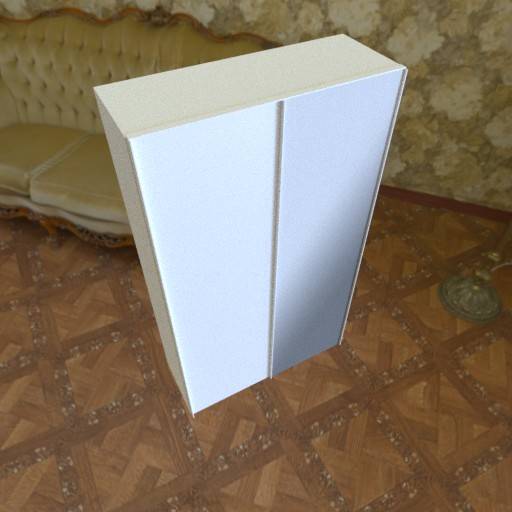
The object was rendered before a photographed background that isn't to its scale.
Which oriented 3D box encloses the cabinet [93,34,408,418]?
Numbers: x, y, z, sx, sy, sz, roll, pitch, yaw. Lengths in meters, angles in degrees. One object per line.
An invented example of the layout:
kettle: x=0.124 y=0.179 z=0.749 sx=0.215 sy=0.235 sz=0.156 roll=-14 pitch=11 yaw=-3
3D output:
cabinet: x=0.000 y=0.000 z=2.633 sx=1.250 sy=2.160 sz=0.480 roll=-21 pitch=49 yaw=-19
